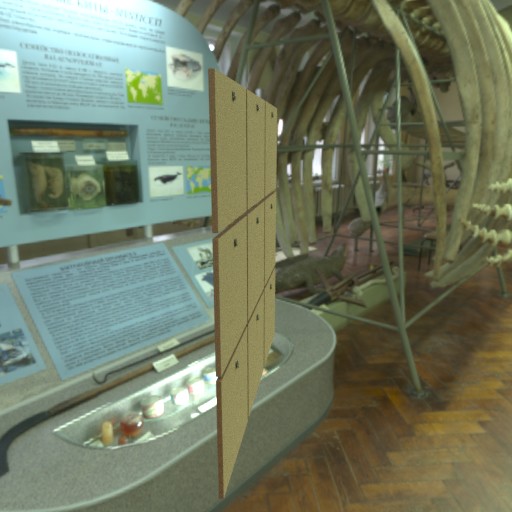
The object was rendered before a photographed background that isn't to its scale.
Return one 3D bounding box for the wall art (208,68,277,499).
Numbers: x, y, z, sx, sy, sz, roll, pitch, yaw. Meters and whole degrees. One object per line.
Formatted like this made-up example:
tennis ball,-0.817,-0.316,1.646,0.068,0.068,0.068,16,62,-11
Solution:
wall art,0.000,0.000,1.780,0.024,1.218,1.221,2,14,9
